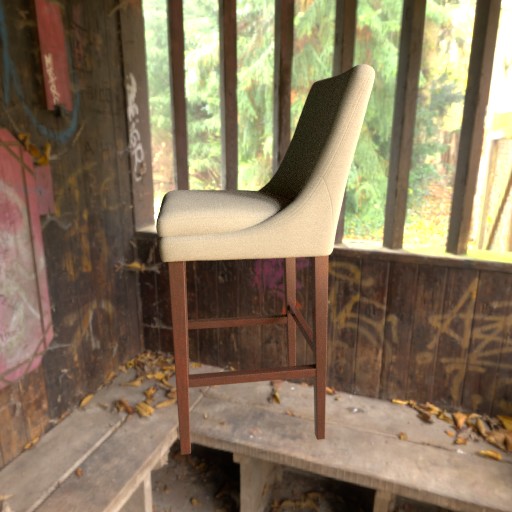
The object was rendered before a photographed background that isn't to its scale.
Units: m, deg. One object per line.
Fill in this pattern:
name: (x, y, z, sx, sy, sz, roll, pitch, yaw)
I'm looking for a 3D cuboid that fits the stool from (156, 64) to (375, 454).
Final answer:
stool: (0.000, 0.000, 1.396, 0.577, 1.078, 0.470, -2, 16, -8)
